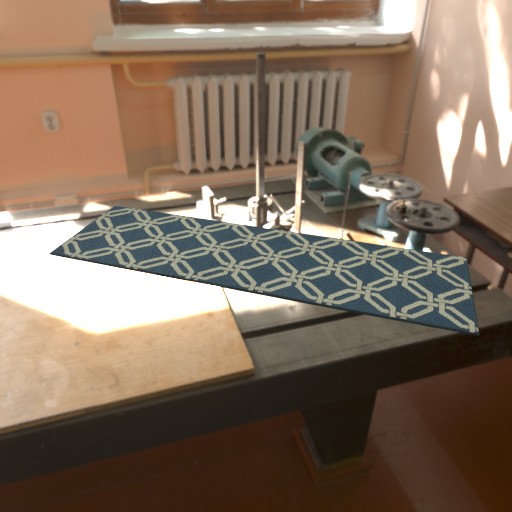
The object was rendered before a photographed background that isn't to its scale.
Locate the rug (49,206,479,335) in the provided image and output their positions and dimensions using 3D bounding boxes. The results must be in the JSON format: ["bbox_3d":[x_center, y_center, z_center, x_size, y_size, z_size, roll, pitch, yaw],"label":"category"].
[{"bbox_3d":[0.000,0.000,2.514,2.276,0.014,0.678,9,33,15],"label":"rug"}]
